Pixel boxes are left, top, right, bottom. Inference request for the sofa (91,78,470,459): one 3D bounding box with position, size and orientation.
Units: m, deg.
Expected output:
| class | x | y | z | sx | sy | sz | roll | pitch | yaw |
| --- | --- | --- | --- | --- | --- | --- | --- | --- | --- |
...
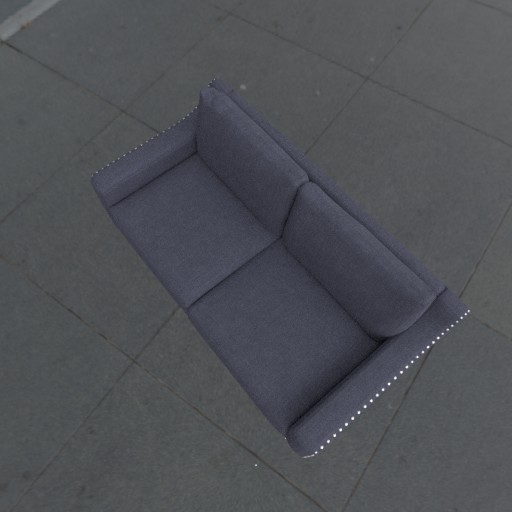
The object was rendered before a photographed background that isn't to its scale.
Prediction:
| class | x | y | z | sx | sy | sz | roll | pitch | yaw |
| --- | --- | --- | --- | --- | --- | --- | --- | --- | --- |
| sofa | 0.000 | 0.000 | 3.310 | 1.336 | 1.196 | 2.550 | -37 | 70 | -16 |
